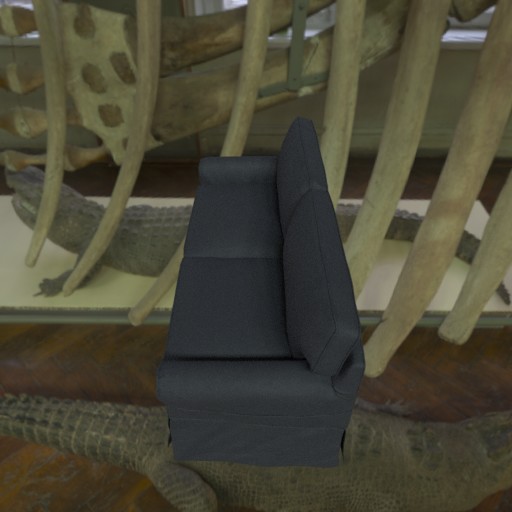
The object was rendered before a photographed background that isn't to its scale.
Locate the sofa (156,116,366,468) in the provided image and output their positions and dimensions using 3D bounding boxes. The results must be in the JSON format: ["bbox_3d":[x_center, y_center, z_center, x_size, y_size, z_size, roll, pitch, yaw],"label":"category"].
[{"bbox_3d":[0.000,0.000,2.905,0.983,1.094,2.256,0,40,0],"label":"sofa"}]
